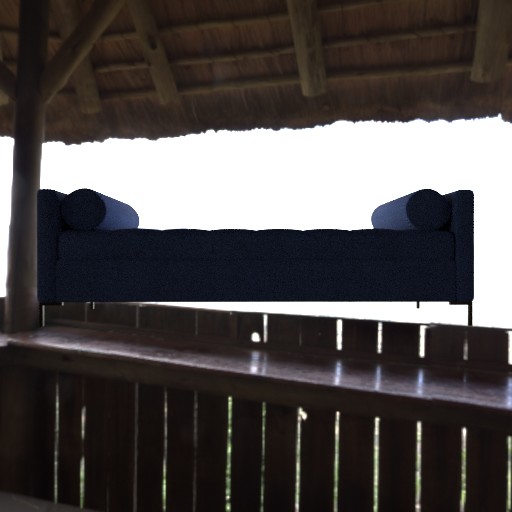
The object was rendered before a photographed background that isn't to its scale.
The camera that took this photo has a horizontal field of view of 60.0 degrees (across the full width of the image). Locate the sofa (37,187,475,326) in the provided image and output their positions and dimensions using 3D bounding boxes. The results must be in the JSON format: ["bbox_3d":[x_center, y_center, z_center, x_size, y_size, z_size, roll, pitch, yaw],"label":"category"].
[{"bbox_3d":[0.000,0.000,2.334,1.981,0.635,0.686,0,0,-1],"label":"sofa"}]
